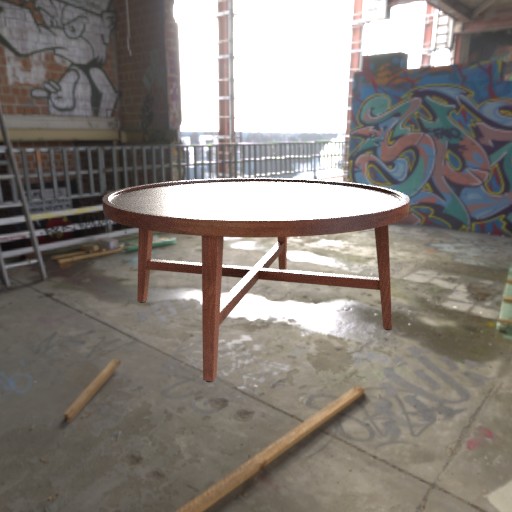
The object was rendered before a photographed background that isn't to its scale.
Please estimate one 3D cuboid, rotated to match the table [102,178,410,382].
[{"bbox_3d":[0.000,0.000,1.262,0.800,0.360,0.800,0,16,0],"label":"table"}]
